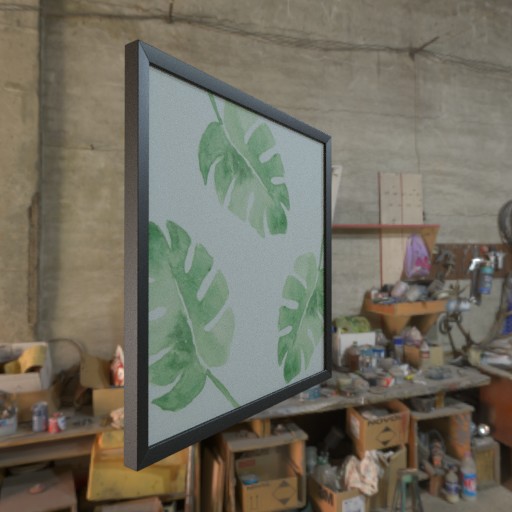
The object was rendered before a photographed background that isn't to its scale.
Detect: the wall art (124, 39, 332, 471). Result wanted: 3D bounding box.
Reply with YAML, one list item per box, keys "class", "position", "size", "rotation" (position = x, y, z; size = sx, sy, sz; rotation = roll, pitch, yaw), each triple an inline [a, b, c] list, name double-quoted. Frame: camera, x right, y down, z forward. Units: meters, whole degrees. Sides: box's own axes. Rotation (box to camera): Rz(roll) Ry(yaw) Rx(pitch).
- class: "wall art"
  position: [0.000, 0.000, 1.104]
  size: [0.038, 0.765, 0.765]
  rotation: [0, -1, 36]
